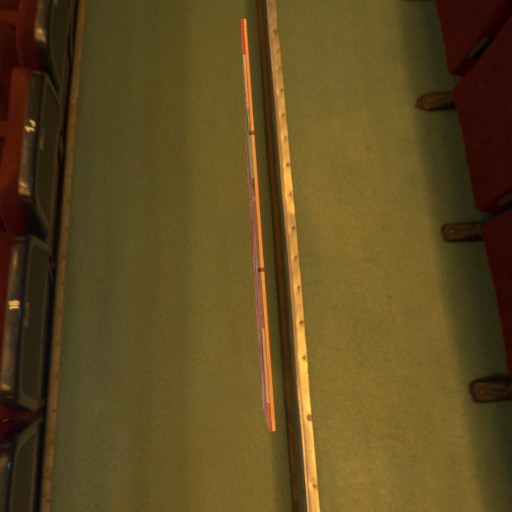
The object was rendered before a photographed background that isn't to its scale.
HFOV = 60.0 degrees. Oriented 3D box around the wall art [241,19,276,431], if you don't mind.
[{"bbox_3d":[0.000,0.000,1.362,0.012,0.910,0.911,-4,75,-1],"label":"wall art"}]
